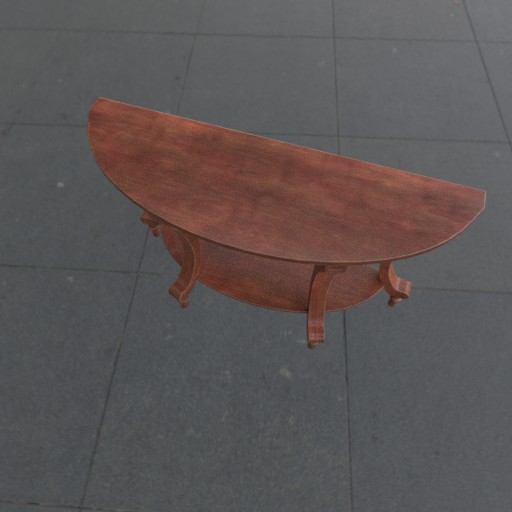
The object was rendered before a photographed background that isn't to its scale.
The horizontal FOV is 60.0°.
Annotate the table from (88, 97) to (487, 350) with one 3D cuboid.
[{"bbox_3d":[0.000,0.000,1.511,1.198,0.699,0.394,16,60,10],"label":"table"}]
